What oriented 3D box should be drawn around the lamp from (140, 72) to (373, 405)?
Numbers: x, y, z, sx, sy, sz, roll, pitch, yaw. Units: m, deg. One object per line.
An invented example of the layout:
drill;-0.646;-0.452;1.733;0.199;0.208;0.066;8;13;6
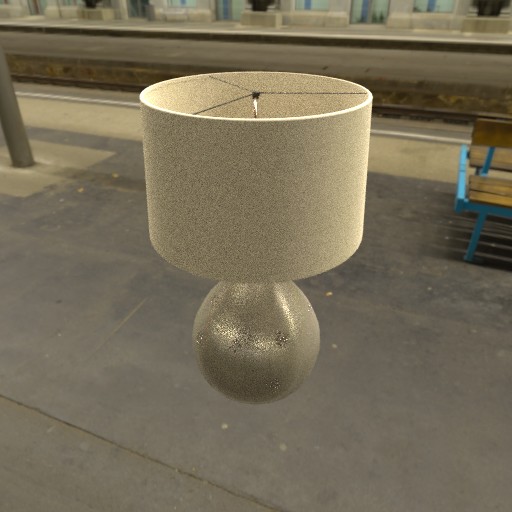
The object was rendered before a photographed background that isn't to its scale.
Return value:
lamp;0.000;0.000;0.732;0.330;0.521;0.330;0;31;0
